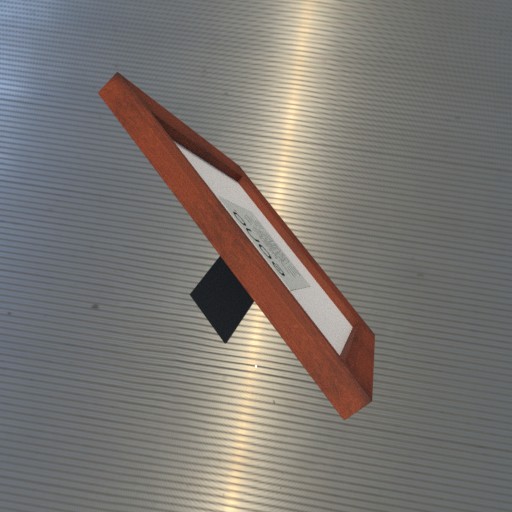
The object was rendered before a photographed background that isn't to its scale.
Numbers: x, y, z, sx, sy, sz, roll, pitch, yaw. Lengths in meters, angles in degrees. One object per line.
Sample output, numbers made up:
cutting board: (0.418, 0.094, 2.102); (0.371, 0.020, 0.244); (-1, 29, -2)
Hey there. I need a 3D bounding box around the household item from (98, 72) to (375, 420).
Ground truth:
household item: (0.000, 0.000, 0.367); (0.131, 0.240, 0.240); (-36, 79, -8)
